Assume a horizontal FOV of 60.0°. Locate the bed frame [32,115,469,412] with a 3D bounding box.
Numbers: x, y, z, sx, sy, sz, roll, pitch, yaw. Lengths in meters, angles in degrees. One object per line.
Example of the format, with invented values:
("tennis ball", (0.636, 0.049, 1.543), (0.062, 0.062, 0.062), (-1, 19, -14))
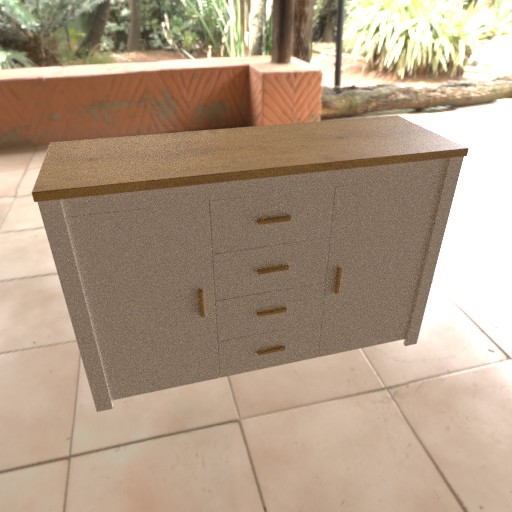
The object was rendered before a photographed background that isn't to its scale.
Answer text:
("bed frame", (0.000, 0.000, 1.669), (1.300, 0.850, 0.430), (-8, 33, -13))
